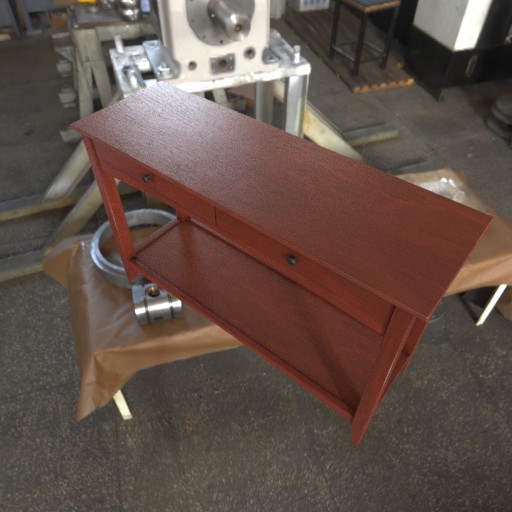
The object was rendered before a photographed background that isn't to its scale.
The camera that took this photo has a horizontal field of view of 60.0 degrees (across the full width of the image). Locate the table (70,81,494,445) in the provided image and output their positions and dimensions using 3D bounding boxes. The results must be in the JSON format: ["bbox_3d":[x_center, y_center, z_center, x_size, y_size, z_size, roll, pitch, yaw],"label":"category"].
[{"bbox_3d":[0.000,0.000,1.507,1.188,0.739,0.392,30,53,26],"label":"table"}]
